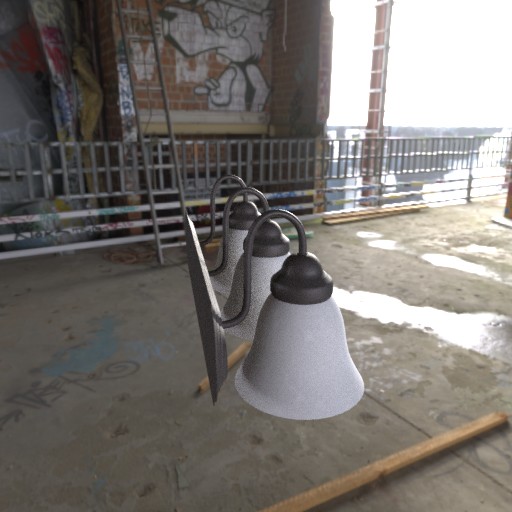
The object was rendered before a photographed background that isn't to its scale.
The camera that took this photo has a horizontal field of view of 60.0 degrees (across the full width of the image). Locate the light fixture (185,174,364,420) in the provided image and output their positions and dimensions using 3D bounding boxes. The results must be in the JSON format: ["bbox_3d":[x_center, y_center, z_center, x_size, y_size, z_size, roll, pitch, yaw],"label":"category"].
[{"bbox_3d":[0.000,0.000,0.716,0.199,0.222,0.610,-3,17,-11],"label":"light fixture"}]
